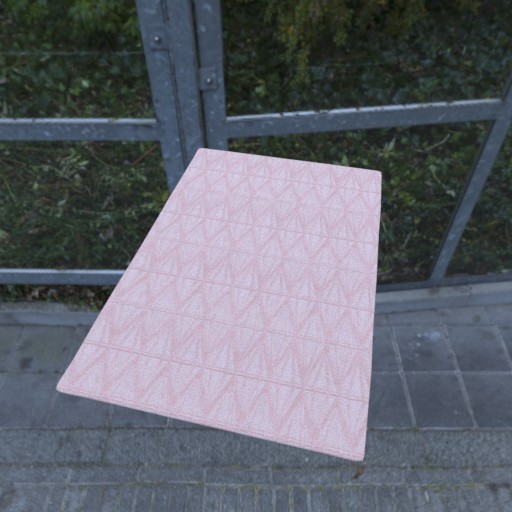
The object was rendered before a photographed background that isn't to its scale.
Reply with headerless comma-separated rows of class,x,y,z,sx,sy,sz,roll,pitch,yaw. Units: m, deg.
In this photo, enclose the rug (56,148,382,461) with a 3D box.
rug,0.000,0.000,2.999,1.609,0.015,2.390,9,46,9
